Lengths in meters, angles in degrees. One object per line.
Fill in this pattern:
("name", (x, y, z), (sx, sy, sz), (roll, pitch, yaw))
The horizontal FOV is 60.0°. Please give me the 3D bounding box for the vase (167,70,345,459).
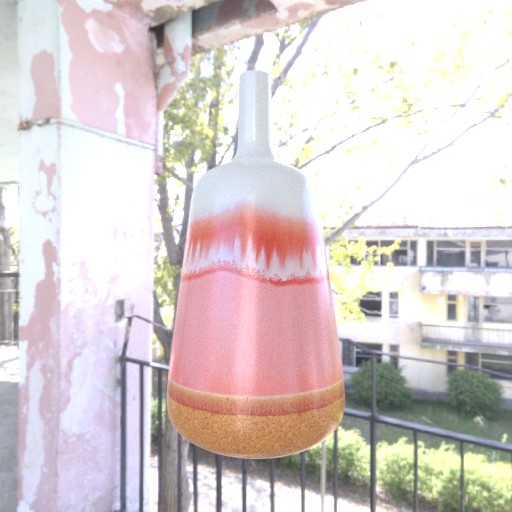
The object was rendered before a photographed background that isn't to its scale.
("vase", (0.000, 0.000, 0.366), (0.144, 0.296, 0.144), (0, 0, 0))
